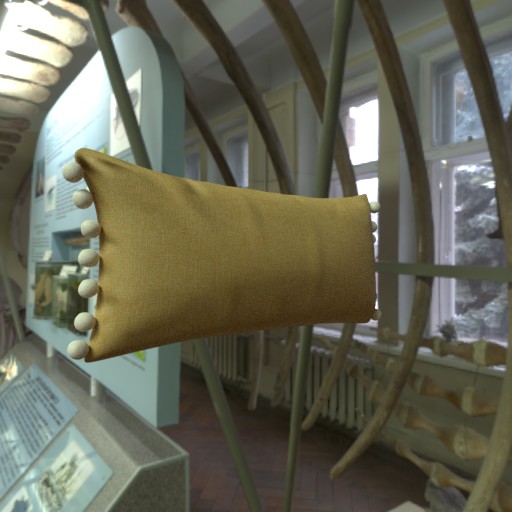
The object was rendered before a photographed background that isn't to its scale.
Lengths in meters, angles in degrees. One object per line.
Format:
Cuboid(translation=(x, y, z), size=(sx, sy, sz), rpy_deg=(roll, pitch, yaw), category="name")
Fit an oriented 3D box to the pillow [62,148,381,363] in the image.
Cuboid(translation=(0.000, 0.000, 0.855), size=(0.709, 0.322, 0.201), rpy_deg=(0, 0, -36), category="pillow")
